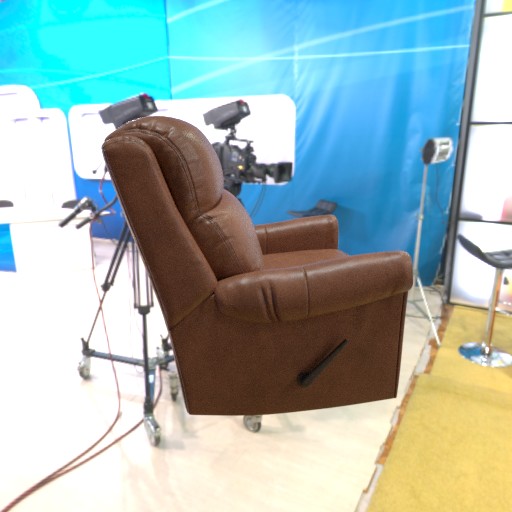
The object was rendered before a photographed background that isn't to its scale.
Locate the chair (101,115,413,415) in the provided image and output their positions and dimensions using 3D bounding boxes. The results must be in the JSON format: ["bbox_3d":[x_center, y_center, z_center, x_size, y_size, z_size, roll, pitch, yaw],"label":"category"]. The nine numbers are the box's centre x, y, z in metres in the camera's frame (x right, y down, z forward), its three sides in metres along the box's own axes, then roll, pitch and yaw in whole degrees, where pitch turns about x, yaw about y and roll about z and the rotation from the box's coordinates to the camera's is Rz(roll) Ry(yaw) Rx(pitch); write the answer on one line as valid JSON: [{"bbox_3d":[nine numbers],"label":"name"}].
[{"bbox_3d":[0.000,0.000,1.775,1.014,1.054,0.838,-3,16,-10],"label":"chair"}]
